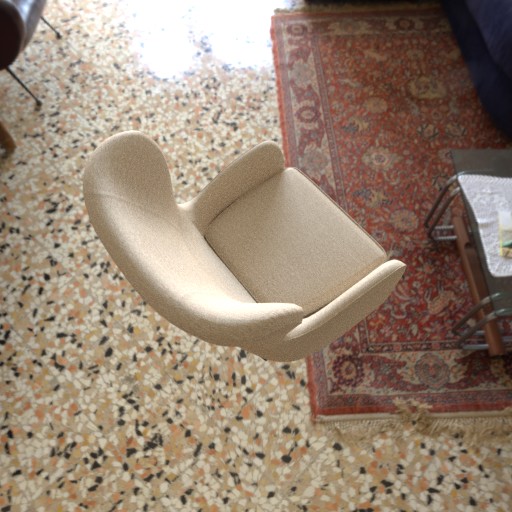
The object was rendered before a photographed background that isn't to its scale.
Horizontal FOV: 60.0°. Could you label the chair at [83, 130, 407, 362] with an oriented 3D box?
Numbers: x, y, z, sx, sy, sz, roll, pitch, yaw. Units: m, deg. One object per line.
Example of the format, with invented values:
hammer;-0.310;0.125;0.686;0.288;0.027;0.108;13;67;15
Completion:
chair;0.000;0.000;1.806;0.984;1.064;0.861;-34;66;-17
